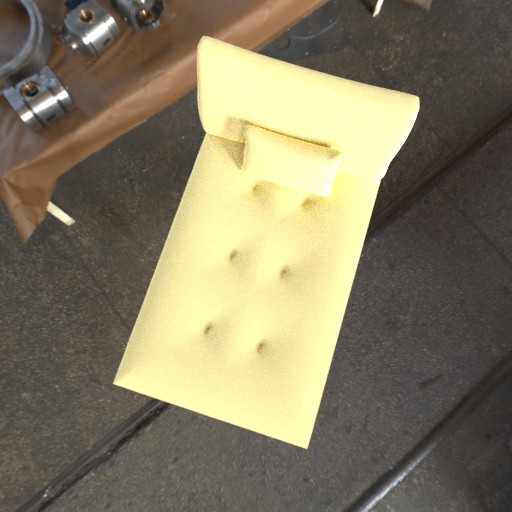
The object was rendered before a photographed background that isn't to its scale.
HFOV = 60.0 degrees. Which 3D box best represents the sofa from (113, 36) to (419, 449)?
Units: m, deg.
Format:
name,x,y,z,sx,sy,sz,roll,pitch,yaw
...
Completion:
name,x,y,z,sx,sy,sz,roll,pitch,yaw
sofa,0.000,0.000,1.971,0.930,0.820,1.450,17,78,4
